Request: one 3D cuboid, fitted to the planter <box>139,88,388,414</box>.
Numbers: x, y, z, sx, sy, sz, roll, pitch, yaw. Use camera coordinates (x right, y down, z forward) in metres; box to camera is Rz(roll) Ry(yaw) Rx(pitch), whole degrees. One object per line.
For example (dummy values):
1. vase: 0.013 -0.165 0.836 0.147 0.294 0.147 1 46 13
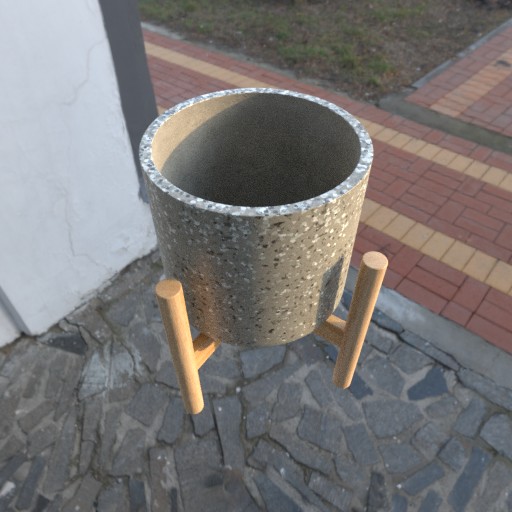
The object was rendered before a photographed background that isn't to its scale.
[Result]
1. planter: 0.000 0.000 0.541 0.284 0.320 0.284 -25 51 -22
